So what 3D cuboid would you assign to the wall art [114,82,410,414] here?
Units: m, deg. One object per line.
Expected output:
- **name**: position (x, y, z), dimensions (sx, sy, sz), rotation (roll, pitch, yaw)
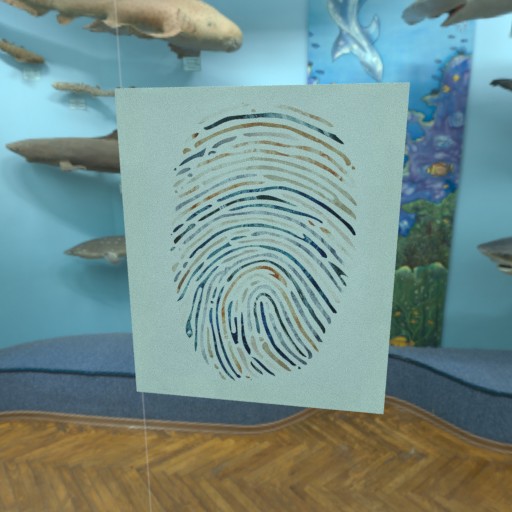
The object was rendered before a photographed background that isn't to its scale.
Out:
- **wall art**: position (0.000, 0.000, 0.844), dimensions (0.508, 0.606, 0.037), rotation (2, 14, 9)
